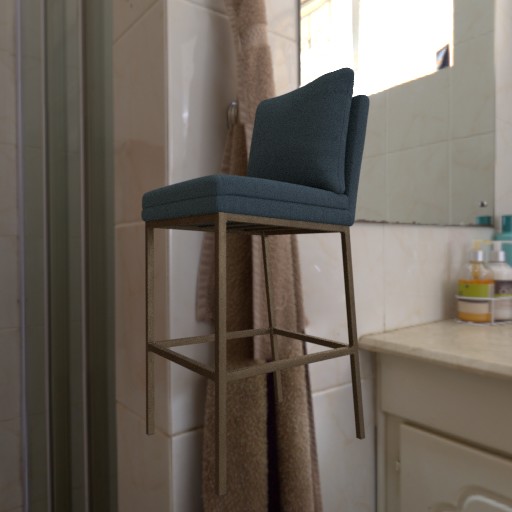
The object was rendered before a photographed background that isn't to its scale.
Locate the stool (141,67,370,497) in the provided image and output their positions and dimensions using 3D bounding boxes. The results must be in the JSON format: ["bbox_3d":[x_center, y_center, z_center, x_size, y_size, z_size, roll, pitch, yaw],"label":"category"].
[{"bbox_3d":[0.000,0.000,1.372,0.568,1.124,0.463,-1,1,-36],"label":"stool"}]
